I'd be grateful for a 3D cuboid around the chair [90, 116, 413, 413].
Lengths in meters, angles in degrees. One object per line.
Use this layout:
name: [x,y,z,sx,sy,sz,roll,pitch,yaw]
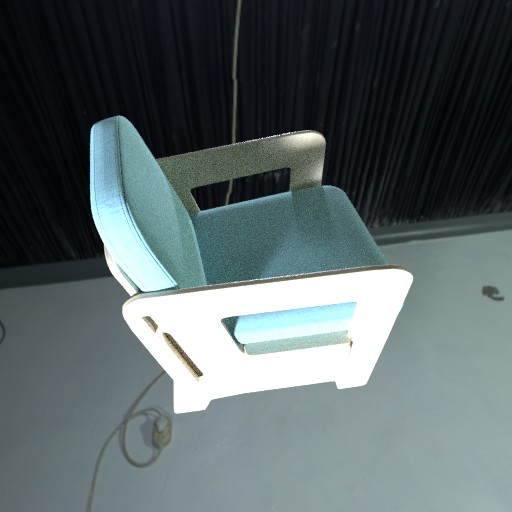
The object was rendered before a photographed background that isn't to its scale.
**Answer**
chair: [0.000,0.000,1.258,0.710,0.800,0.590,-11,48,-10]
